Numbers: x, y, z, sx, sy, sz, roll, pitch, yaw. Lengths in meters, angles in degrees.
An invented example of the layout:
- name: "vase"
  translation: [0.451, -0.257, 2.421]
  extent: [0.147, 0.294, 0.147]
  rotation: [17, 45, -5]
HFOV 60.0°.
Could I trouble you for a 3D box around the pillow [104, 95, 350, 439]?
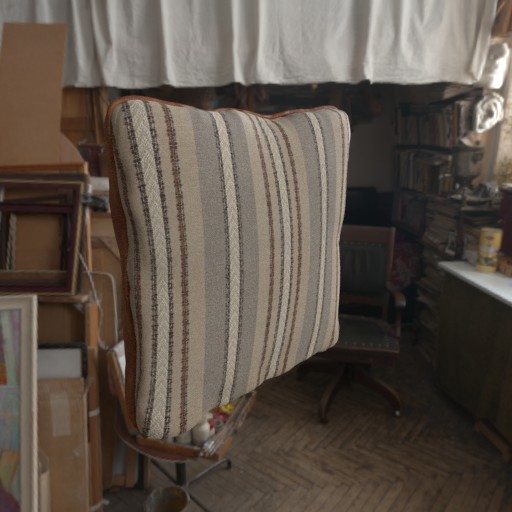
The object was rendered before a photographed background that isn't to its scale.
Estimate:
- name: "pillow"
  translation: [0.000, 0.000, 0.742]
  extent: [0.489, 0.490, 0.130]
  rotation: [-16, 22, -43]
